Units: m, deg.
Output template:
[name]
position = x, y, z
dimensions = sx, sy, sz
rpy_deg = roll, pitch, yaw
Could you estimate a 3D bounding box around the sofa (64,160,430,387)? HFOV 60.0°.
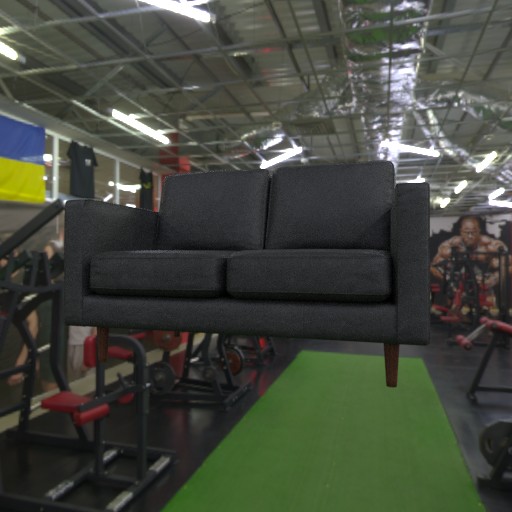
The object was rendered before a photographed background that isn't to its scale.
[sofa]
position = 0.000, 0.000, 2.009
dimensions = 1.430, 0.899, 0.879
rpy_deg = 0, -1, 18
